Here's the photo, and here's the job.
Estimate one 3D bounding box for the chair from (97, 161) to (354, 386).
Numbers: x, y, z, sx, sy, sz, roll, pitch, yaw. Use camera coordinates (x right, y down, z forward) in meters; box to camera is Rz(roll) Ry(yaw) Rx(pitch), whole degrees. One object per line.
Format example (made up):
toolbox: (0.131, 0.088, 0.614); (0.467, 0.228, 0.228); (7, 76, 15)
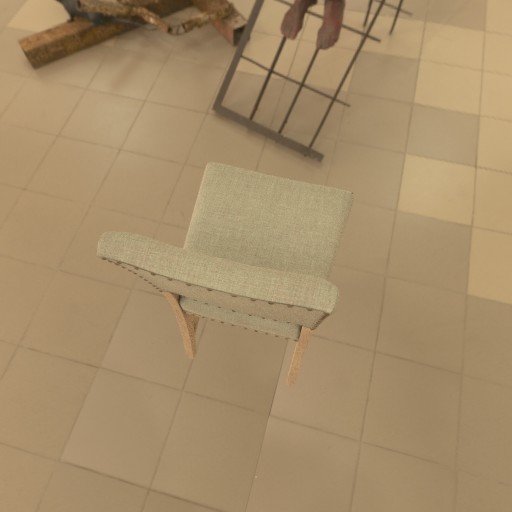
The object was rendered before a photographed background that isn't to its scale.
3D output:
chair: (0.000, 0.000, 1.322); (0.508, 0.986, 0.622); (13, 64, 7)
